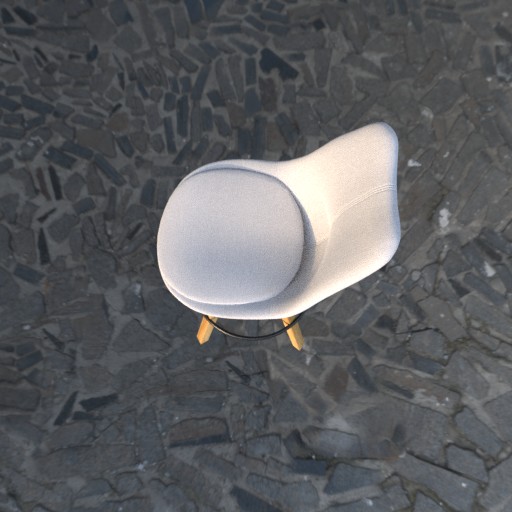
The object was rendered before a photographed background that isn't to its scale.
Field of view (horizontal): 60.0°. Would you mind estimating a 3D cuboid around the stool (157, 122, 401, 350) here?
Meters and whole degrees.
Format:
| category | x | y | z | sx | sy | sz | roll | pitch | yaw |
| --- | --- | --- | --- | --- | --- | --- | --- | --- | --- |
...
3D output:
| category | x | y | z | sx | sy | sz | roll | pitch | yaw |
| --- | --- | --- | --- | --- | --- | --- | --- | --- | --- |
| stool | 0.000 | 0.000 | 1.381 | 0.550 | 1.115 | 0.484 | 3 | 74 | 1 |
